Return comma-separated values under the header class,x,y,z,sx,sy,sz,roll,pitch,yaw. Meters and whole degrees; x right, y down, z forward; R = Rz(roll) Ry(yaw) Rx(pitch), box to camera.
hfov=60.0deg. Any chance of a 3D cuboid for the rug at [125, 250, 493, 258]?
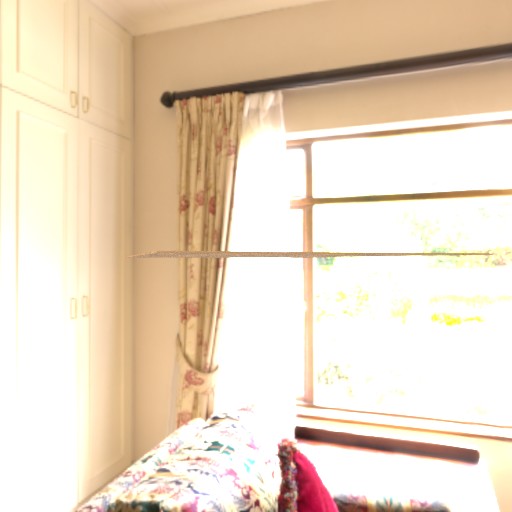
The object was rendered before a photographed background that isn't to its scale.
class,x,y,z,sx,sy,sz,roll,pitch,yaw
rug,0.000,0.000,2.843,1.522,0.008,2.284,0,-1,-19
